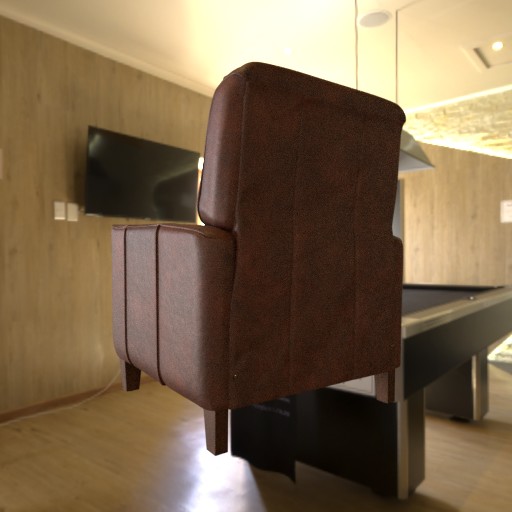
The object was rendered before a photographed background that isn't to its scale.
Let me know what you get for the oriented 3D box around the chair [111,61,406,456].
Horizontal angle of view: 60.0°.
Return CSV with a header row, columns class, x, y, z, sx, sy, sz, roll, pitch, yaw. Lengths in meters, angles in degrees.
class,x,y,z,sx,sy,sz,roll,pitch,yaw
chair,0.000,0.000,1.633,0.843,1.043,0.836,0,1,-35
